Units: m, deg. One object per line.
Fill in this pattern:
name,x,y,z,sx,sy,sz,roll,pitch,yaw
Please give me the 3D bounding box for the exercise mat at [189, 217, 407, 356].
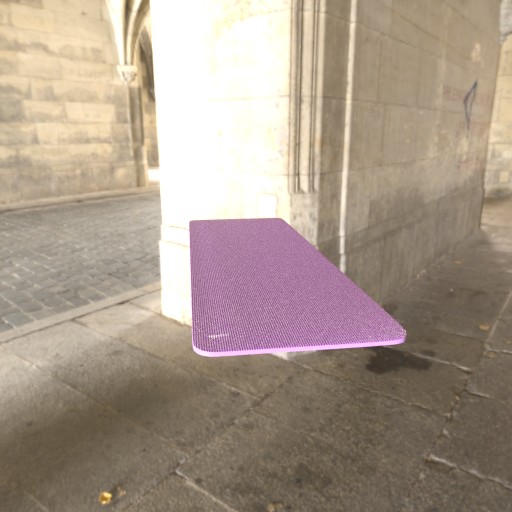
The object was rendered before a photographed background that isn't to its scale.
exercise mat,0.000,0.000,2.088,0.616,0.021,1.869,-2,16,-8
